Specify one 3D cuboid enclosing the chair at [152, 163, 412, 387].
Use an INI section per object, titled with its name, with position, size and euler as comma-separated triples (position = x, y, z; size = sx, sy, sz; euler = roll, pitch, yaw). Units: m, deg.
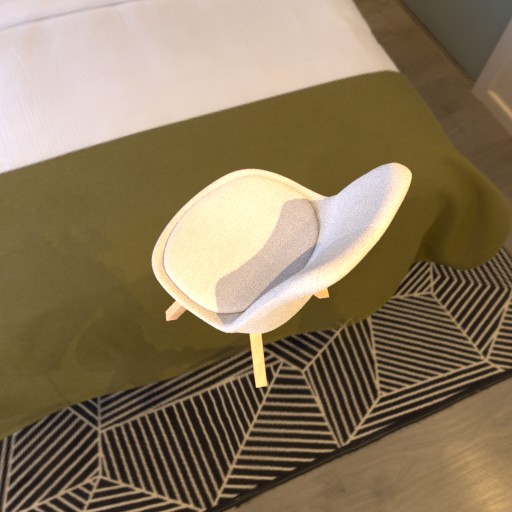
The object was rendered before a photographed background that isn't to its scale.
[chair]
position = 0.000, 0.000, 1.209
size = 0.549, 0.863, 0.474
euler = 34, 68, 16
